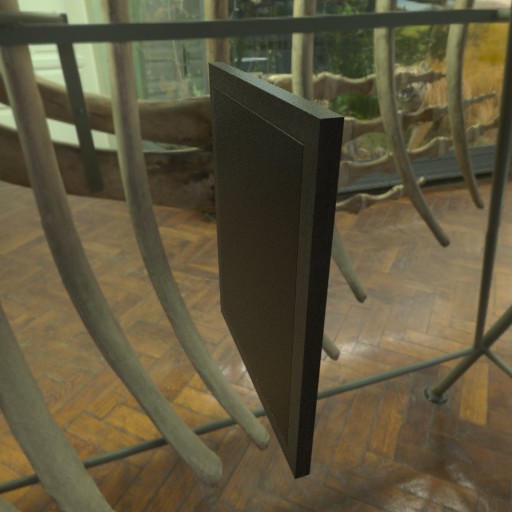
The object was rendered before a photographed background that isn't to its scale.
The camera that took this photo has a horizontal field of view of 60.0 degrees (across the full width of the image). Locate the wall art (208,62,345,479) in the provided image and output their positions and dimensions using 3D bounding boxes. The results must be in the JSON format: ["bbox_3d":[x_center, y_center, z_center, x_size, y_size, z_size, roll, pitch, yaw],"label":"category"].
[{"bbox_3d":[0.000,0.000,0.783,0.027,0.580,0.479,-10,31,-16],"label":"wall art"}]
